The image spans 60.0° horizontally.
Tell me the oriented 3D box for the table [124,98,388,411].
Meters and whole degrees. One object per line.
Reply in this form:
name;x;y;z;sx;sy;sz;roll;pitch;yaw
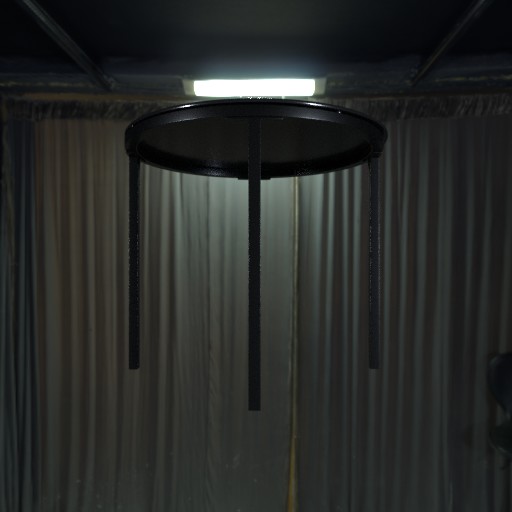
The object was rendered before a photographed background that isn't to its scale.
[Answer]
table;0.000;0.000;0.873;0.499;0.443;0.499;0;0;0
